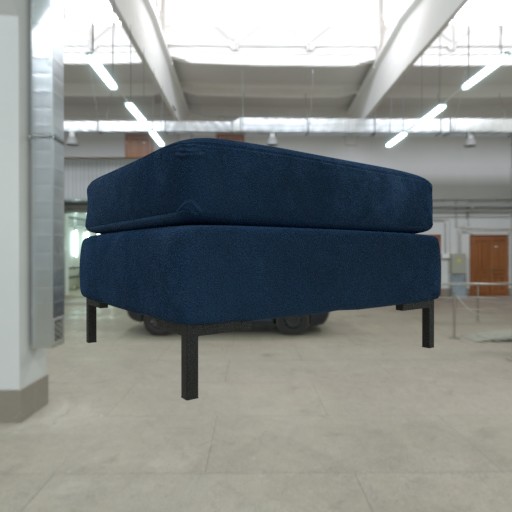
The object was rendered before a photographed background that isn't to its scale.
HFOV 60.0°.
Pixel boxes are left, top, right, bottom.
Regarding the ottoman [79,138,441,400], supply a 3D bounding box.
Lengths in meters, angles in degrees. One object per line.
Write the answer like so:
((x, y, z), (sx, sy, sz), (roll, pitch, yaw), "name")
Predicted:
((0.000, 0.000, 1.216), (0.794, 0.485, 0.655), (0, 0, -36), "ottoman")
